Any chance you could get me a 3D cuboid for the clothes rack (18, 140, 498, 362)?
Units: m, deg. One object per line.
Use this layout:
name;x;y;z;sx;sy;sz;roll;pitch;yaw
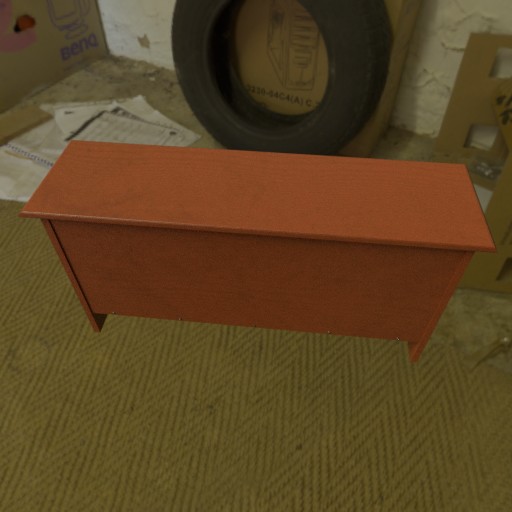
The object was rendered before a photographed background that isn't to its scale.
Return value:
clothes rack;0.000;0.000;1.478;1.251;0.594;0.362;5;47;4
